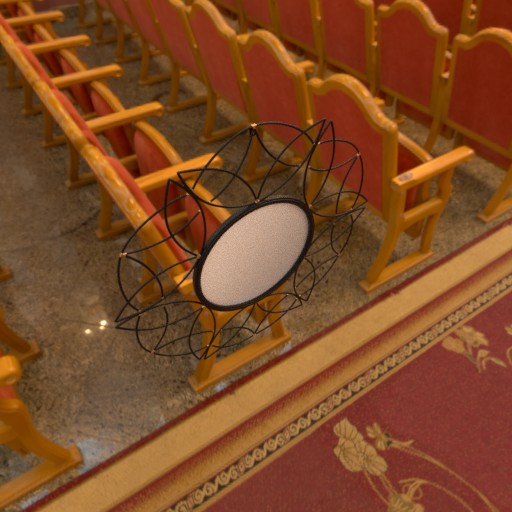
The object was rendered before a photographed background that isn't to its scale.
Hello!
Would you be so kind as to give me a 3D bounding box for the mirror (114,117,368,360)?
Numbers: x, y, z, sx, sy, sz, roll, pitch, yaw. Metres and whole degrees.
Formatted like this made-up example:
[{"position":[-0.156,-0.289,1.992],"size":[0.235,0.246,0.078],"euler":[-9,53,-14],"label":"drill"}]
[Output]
[{"position":[0.000,0.000,1.185],"size":[0.797,0.775,0.028],"euler":[-26,52,-22],"label":"mirror"}]
